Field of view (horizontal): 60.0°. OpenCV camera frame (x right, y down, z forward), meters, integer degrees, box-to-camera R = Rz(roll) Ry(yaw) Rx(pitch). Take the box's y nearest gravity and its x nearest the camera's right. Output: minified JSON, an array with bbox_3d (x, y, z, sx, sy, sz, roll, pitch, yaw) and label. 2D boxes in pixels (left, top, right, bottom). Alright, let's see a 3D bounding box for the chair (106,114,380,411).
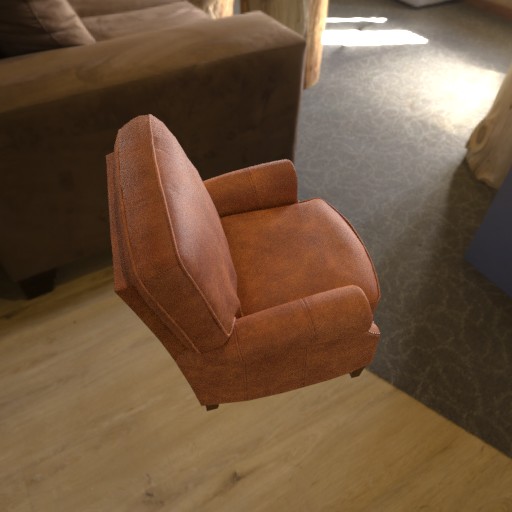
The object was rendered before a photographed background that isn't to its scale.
[{"bbox_3d":[0.000,0.000,1.771,0.986,1.018,0.936,-11,48,-10],"label":"chair"}]
